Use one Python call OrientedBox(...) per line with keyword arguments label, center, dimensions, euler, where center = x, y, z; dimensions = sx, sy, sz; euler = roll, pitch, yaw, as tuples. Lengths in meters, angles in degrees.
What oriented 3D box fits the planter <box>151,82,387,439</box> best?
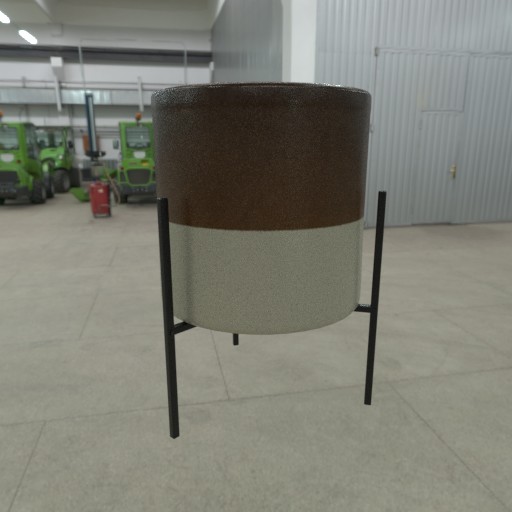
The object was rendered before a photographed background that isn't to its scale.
OrientedBox(label="planter", center=(0.000, 0.000, 0.545), dimensions=(0.255, 0.375, 0.269), euler=(13, 19, 41))
